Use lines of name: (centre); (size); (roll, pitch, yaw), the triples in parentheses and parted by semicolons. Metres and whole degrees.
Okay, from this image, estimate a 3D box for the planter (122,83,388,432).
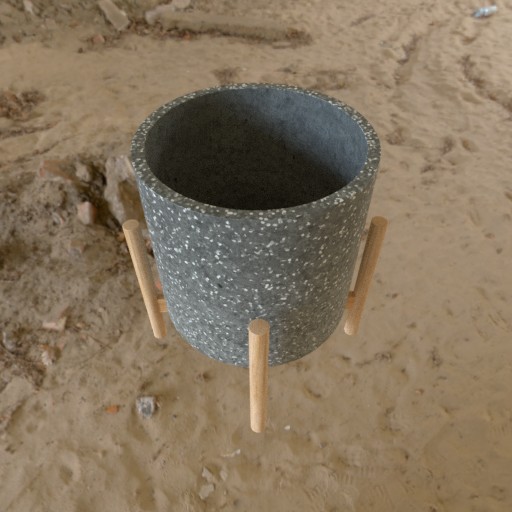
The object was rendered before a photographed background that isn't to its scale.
planter: (0.000, 0.000, 0.696); (0.360, 0.419, 0.360); (16, 48, 15)
